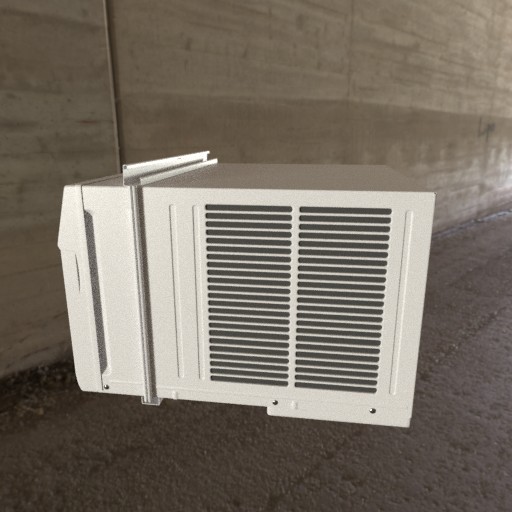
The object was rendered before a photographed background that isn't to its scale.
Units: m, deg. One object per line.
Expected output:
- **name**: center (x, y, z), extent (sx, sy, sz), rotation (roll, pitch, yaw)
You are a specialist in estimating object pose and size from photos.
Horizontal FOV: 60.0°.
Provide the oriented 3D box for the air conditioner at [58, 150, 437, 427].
- **air conditioner**: center (0.000, 0.000, 0.884), extent (0.546, 0.388, 0.503), rotation (2, 16, 8)
